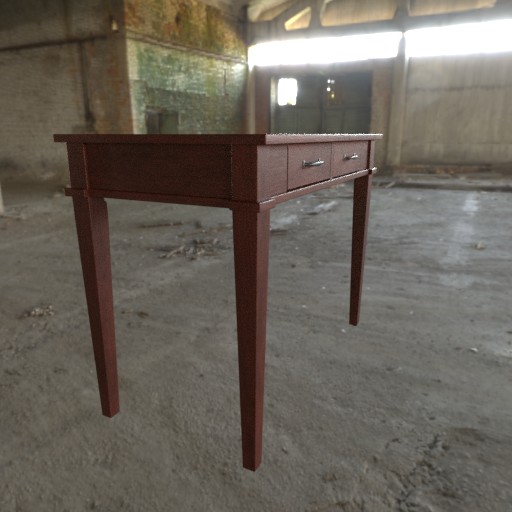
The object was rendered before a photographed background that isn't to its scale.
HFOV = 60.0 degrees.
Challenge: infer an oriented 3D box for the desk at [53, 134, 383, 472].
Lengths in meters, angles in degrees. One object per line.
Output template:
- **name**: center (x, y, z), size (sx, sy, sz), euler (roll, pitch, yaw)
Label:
- **desk**: center (0.000, 0.000, 1.438), size (0.549, 0.762, 1.001), euler (8, 17, 26)
